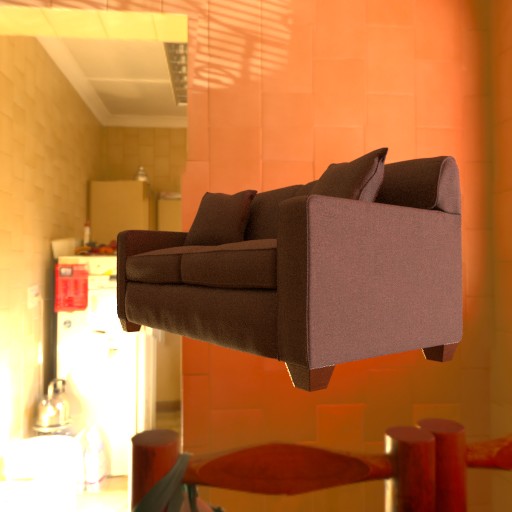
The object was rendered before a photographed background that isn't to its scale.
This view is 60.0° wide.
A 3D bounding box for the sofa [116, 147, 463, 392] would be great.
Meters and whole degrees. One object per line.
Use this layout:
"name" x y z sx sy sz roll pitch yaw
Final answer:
"sofa" 0.000 0.000 2.443 1.000 0.958 1.846 1 -2 -36
